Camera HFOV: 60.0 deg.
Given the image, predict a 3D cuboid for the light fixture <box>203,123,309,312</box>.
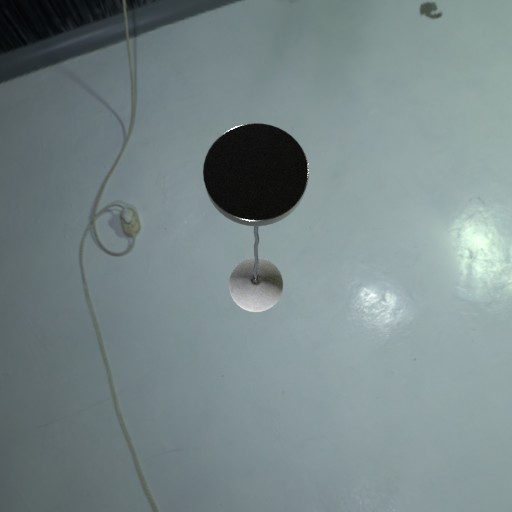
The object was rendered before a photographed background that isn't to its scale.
[{"bbox_3d":[0.000,0.000,0.834,0.139,0.764,0.139,-27,78,-6],"label":"light fixture"}]
